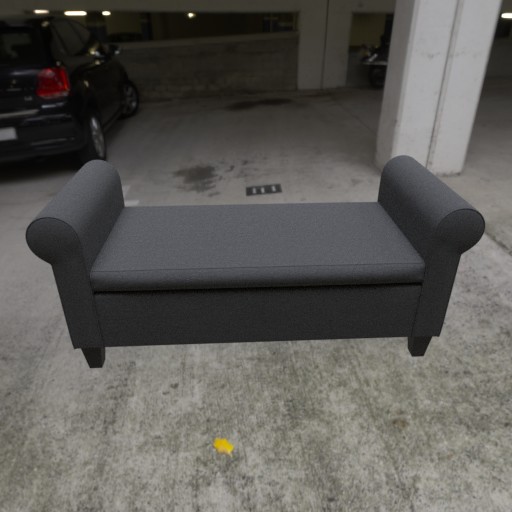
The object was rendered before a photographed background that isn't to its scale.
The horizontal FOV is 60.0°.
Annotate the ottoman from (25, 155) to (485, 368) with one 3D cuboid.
[{"bbox_3d":[0.000,0.000,1.527,1.256,0.547,0.521,-1,29,-3],"label":"ottoman"}]
